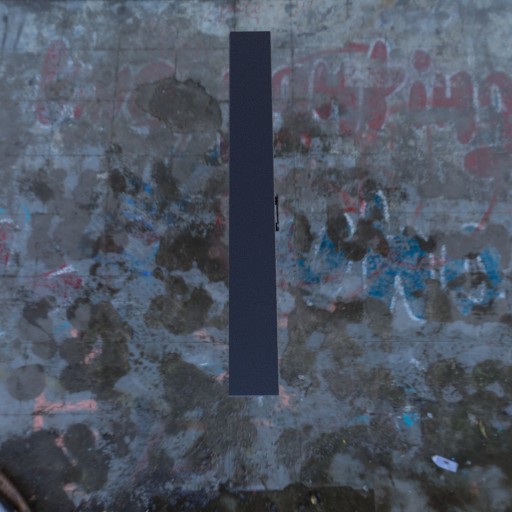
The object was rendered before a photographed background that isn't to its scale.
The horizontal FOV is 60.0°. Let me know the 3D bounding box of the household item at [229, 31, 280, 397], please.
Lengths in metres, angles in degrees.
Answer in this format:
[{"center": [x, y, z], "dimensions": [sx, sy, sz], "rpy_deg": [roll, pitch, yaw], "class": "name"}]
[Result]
[{"center": [0.000, 0.000, 0.239], "dimensions": [0.022, 0.178, 0.133], "rpy_deg": [-1, 76, 0], "class": "household item"}]
